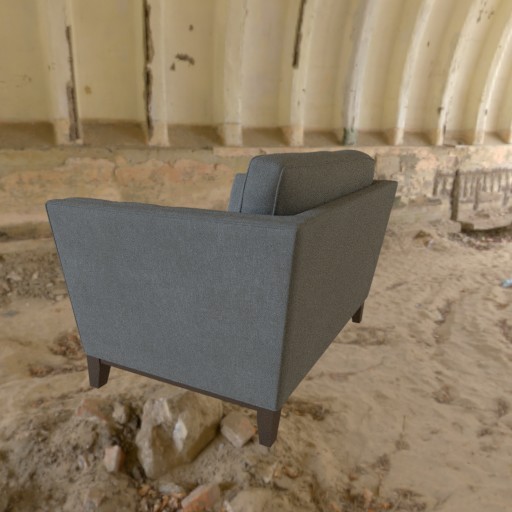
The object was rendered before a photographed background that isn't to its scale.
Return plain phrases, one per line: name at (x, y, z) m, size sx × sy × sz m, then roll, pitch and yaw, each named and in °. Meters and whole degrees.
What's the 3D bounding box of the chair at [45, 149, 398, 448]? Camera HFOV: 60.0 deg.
chair at (0.000, 0.000, 2.014) m, size 0.965 × 0.942 × 1.396 m, roll 8°, pitch 17°, yaw 26°
